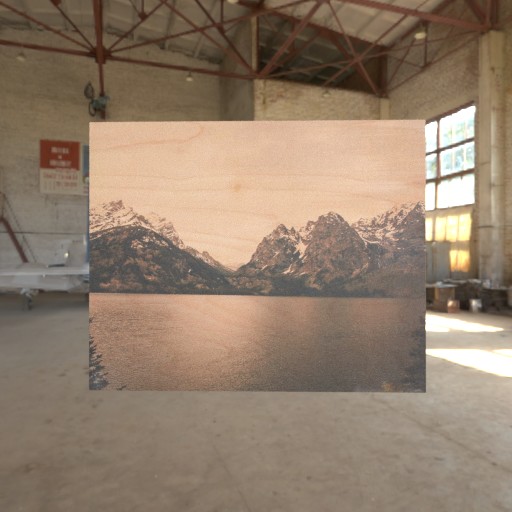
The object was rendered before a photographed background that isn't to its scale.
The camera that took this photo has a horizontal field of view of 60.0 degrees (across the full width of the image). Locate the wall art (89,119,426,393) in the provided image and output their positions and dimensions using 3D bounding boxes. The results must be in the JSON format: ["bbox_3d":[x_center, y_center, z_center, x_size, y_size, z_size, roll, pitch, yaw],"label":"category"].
[{"bbox_3d":[0.000,0.000,0.673,0.508,0.408,0.010,0,0,1],"label":"wall art"}]
